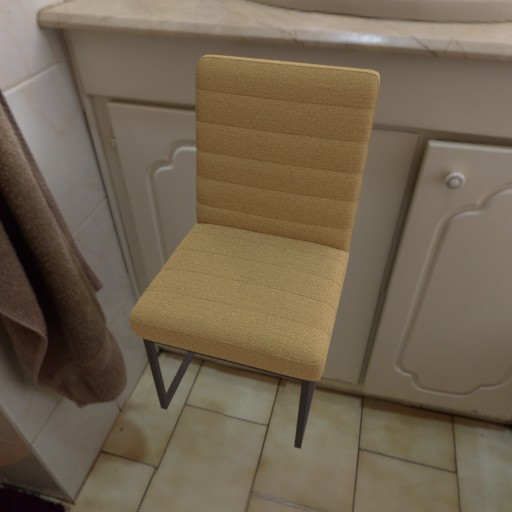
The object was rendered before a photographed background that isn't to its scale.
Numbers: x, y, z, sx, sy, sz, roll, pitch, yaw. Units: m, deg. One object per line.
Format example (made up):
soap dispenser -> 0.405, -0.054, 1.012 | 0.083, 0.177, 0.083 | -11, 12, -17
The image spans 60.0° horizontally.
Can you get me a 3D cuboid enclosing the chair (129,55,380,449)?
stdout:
chair -> 0.000, 0.000, 1.300 | 0.520, 0.930, 0.634 | 11, 42, 13
